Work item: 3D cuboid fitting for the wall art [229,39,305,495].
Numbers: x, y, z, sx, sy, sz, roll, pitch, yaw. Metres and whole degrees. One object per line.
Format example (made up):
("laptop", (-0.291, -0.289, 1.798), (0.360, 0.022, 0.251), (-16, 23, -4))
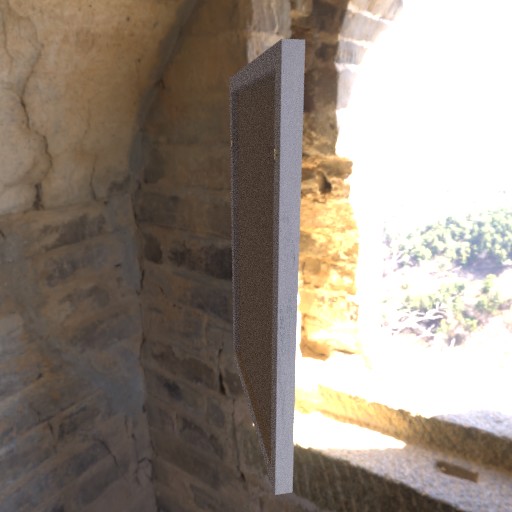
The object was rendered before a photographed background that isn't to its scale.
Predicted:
("wall art", (0.000, 0.000, 1.143), (0.043, 0.914, 0.624), (-3, 16, -11))
